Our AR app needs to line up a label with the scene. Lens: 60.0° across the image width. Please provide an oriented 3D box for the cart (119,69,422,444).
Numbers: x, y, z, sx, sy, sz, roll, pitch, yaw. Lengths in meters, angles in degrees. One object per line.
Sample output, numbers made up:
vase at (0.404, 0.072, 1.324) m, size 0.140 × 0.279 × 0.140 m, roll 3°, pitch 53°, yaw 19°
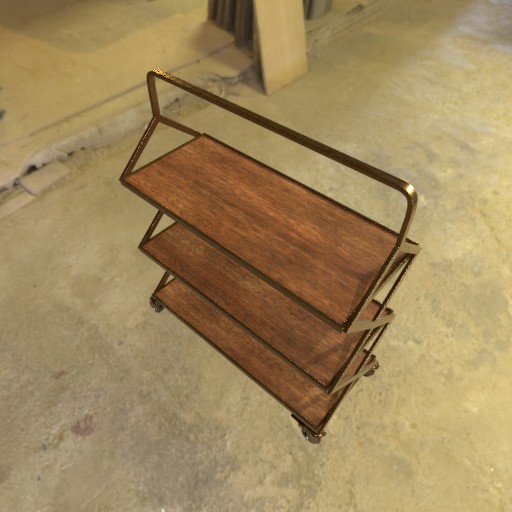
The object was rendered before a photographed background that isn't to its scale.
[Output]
cart at (0.000, 0.000, 1.163) m, size 0.723 × 0.805 × 0.313 m, roll 33°, pitch 55°, yaw 27°
